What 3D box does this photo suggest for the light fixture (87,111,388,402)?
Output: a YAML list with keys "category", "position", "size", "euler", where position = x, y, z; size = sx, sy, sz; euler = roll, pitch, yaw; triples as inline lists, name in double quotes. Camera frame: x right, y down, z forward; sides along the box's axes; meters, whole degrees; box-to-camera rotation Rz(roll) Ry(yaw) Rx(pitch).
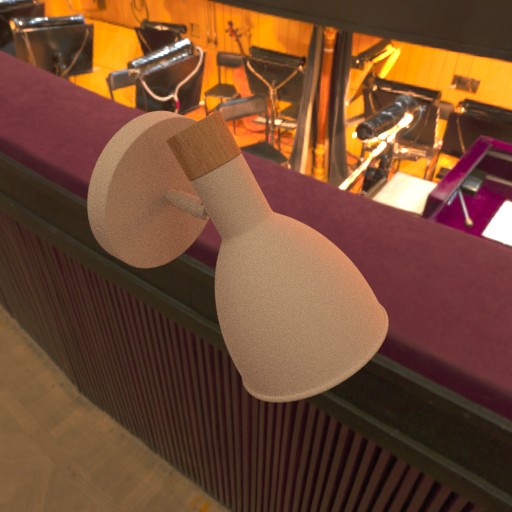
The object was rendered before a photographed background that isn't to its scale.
- category: "light fixture"
  position: [0.000, 0.000, 0.329]
  size: [0.209, 0.199, 0.127]
  euler: [25, 47, 27]
